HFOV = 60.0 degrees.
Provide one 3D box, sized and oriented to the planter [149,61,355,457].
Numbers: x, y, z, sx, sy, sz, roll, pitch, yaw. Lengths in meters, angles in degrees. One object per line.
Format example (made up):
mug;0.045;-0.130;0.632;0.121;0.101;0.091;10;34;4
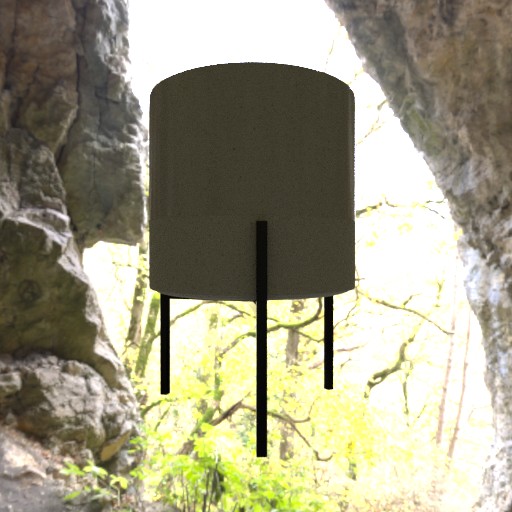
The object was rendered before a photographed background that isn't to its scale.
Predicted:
planter;0.000;0.000;0.337;0.159;0.230;0.152;0;0;-35
